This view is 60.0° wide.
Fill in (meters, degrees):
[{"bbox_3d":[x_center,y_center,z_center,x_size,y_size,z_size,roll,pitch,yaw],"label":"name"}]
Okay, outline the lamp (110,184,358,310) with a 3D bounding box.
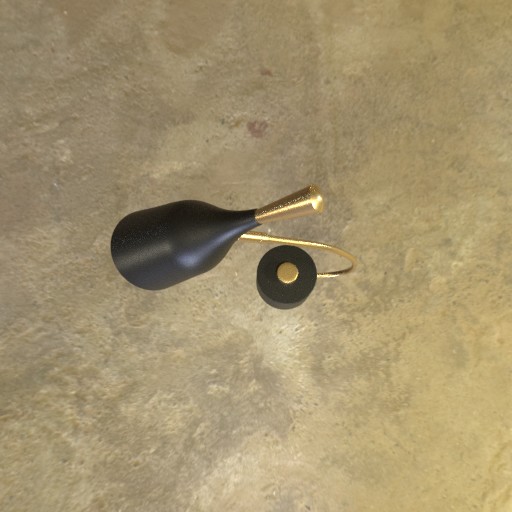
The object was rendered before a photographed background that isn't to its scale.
[{"bbox_3d":[0.000,0.000,0.640,0.352,0.464,0.110,-4,77,-1],"label":"lamp"}]
